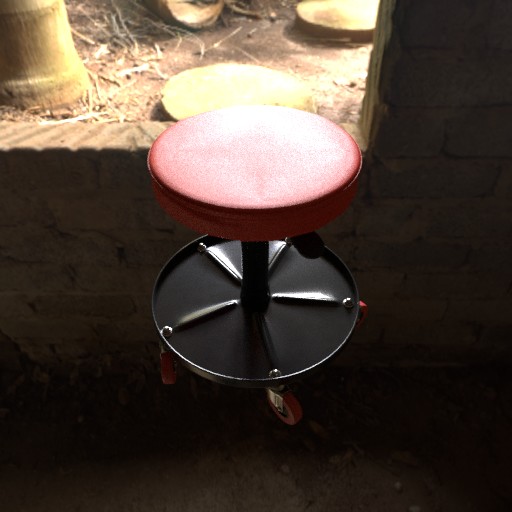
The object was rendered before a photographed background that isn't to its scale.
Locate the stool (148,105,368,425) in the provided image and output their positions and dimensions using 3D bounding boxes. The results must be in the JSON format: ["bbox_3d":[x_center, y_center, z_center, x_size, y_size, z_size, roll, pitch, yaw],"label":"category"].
[{"bbox_3d":[0.000,0.000,0.683,0.381,0.365,0.382,-24,48,-24],"label":"stool"}]
